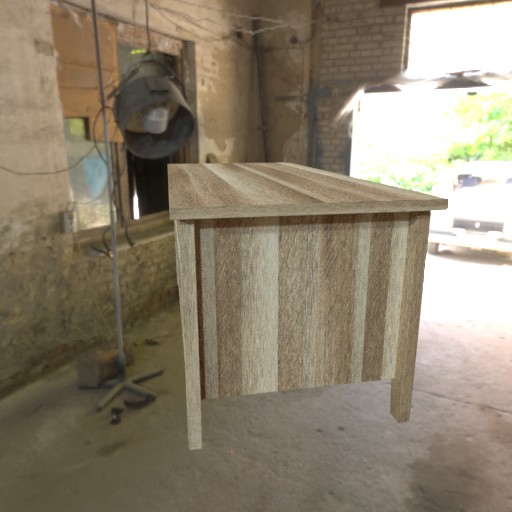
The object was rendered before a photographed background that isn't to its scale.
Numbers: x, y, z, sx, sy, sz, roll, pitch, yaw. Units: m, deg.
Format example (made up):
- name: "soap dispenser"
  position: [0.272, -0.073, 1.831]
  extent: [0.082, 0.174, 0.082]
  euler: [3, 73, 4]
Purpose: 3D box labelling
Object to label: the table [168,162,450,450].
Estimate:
- name: "table"
  position: [0.000, 0.000, 1.328]
  extent: [0.493, 0.480, 1.095]
  euler: [-3, 16, -11]
